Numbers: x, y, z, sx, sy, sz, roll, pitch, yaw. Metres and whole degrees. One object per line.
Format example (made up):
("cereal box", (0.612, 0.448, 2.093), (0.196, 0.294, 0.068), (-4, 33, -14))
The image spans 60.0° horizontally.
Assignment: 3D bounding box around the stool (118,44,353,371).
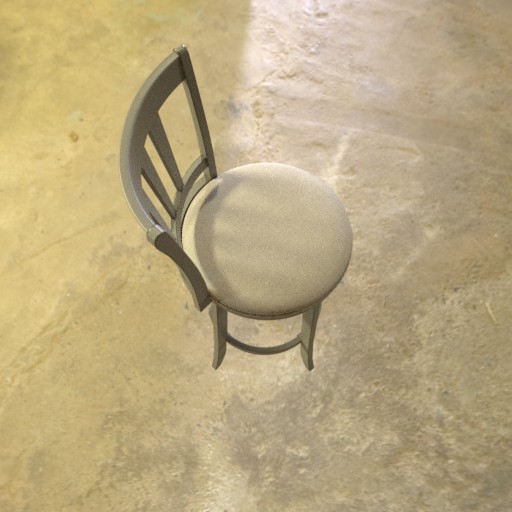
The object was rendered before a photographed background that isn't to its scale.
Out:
("stool", (0.000, 0.000, 1.223), (0.486, 0.994, 0.450), (1, 63, 0))
